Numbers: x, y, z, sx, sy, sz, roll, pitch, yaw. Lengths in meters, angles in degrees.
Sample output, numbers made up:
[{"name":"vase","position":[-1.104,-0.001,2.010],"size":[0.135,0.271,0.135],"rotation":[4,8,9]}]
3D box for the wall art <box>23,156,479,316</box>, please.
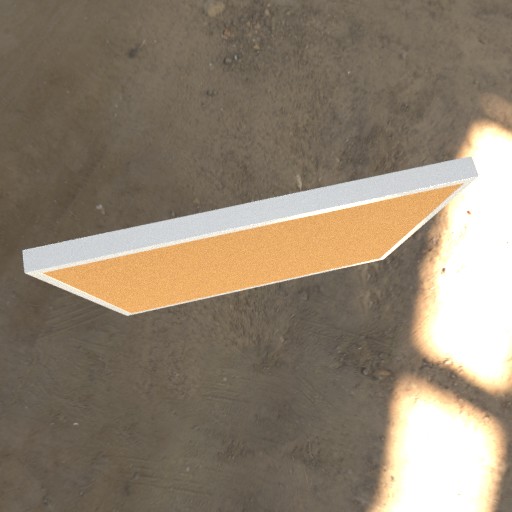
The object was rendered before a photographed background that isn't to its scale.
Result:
[{"name":"wall art","position":[0.000,0.000,1.378],"size":[1.041,0.787,0.053],"rotation":[-12,76,-3]}]
